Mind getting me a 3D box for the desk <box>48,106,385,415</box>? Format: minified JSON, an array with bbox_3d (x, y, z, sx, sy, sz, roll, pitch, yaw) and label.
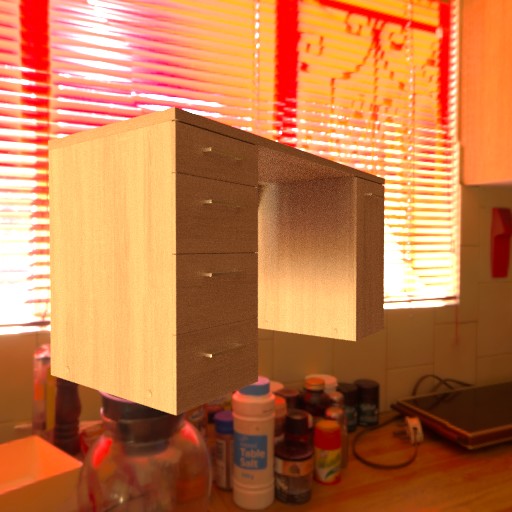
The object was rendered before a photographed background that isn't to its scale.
[{"bbox_3d":[0.000,0.000,1.778,0.600,0.740,1.390,1,1,36],"label":"desk"}]
